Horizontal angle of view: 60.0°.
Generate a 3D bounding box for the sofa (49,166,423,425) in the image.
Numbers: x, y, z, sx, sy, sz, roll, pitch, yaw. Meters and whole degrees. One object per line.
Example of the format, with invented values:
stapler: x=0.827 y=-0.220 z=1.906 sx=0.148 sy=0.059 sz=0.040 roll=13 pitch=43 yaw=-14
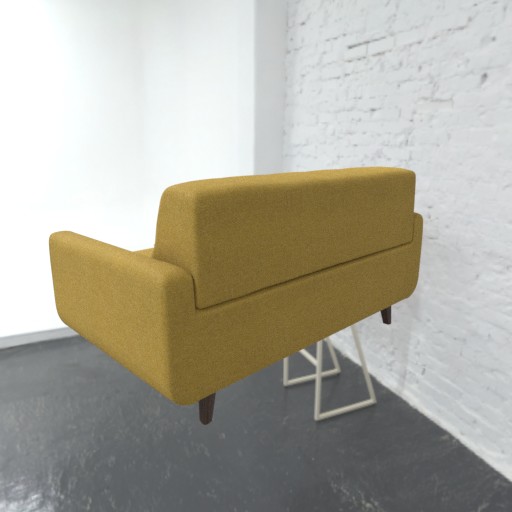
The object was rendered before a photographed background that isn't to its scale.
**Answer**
sofa: x=0.000 y=0.000 z=2.157 sx=1.631 sy=0.841 sz=0.909 roll=-14 pitch=20 yaw=-42
